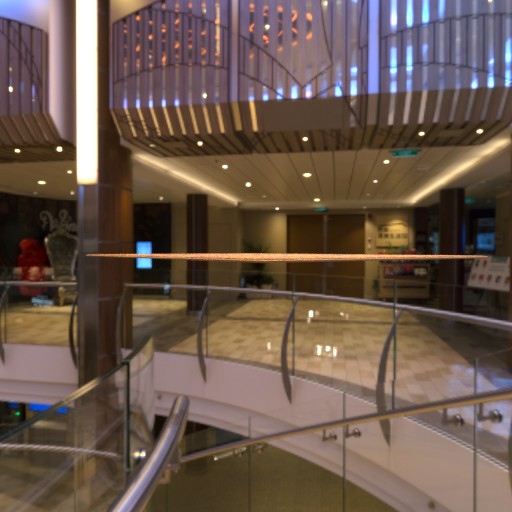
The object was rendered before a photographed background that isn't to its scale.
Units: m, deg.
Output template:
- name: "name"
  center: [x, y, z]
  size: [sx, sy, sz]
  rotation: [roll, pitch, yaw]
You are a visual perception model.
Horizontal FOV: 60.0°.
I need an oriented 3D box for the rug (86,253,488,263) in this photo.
- name: "rug"
  center: [0.000, 0.000, 3.780]
  size: [2.043, 0.019, 2.916]
  rotation: [-1, 1, -36]
